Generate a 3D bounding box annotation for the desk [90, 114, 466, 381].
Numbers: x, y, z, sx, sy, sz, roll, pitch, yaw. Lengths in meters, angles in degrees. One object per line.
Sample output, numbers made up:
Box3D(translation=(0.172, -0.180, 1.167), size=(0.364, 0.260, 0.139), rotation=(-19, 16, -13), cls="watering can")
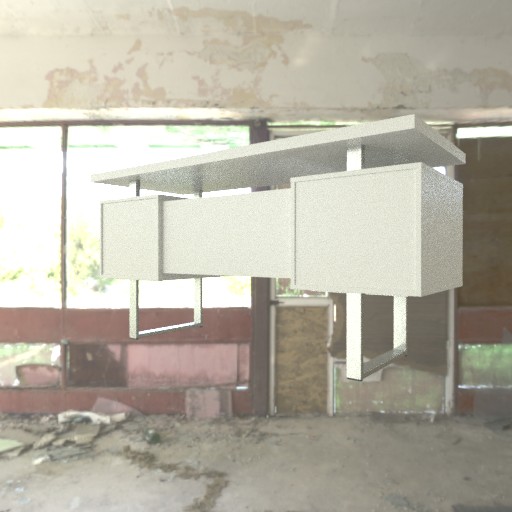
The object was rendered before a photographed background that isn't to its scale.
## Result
Box3D(translation=(0.000, 0.000, 1.893), size=(1.530, 0.773, 0.603), rotation=(0, 1, 37), cls="desk")
